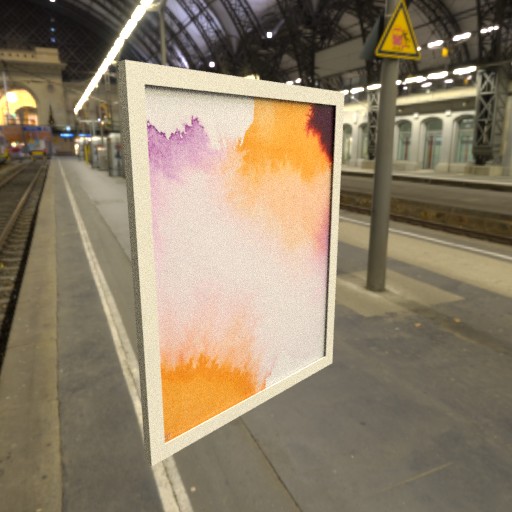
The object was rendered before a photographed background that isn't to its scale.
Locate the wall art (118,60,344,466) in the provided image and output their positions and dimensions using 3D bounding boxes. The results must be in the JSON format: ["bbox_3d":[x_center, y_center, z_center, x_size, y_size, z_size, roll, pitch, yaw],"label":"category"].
[{"bbox_3d":[0.000,0.000,1.092,0.026,0.811,0.661,13,19,43],"label":"wall art"}]
